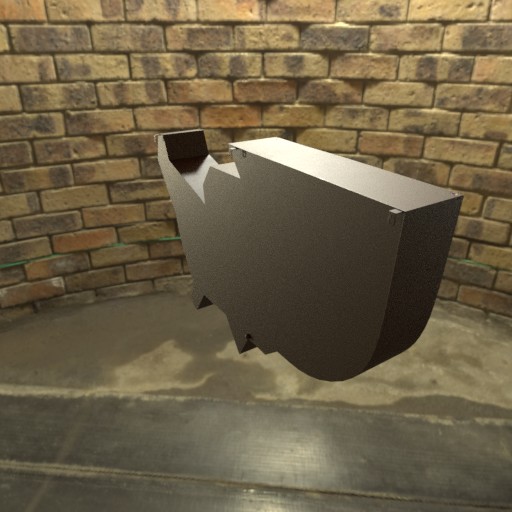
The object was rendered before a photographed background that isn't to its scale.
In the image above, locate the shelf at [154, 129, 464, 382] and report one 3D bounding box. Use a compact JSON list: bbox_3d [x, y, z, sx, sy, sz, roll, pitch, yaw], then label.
[{"bbox_3d":[0.000,0.000,0.865,0.112,0.439,0.729,-16,31,-29],"label":"shelf"}]
